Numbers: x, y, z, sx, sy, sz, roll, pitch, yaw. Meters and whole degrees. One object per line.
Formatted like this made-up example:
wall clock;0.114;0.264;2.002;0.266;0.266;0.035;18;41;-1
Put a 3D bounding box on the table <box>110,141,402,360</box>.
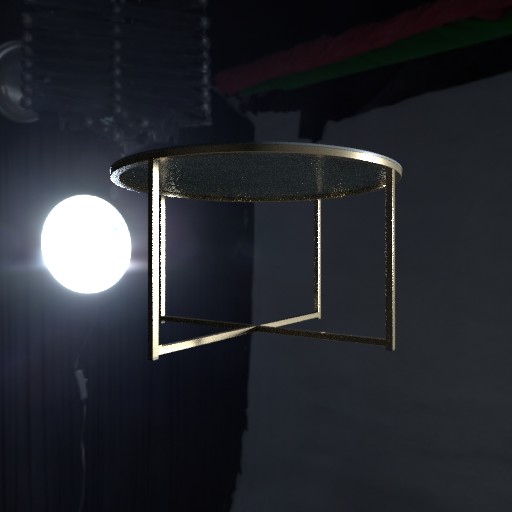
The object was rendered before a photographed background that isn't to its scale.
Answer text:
table;0.000;0.000;1.277;0.800;0.450;0.800;0;0;0
